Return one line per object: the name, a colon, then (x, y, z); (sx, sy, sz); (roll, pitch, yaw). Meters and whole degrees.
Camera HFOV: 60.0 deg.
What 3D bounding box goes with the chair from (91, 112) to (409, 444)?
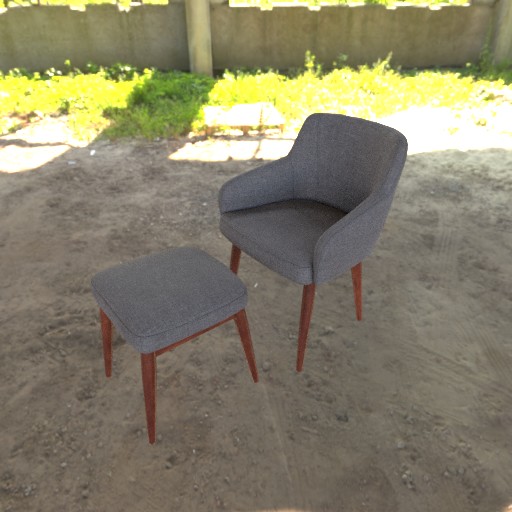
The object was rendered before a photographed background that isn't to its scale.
chair: (0.000, 0.000, 1.581); (1.107, 0.799, 0.584); (-22, 37, -32)
